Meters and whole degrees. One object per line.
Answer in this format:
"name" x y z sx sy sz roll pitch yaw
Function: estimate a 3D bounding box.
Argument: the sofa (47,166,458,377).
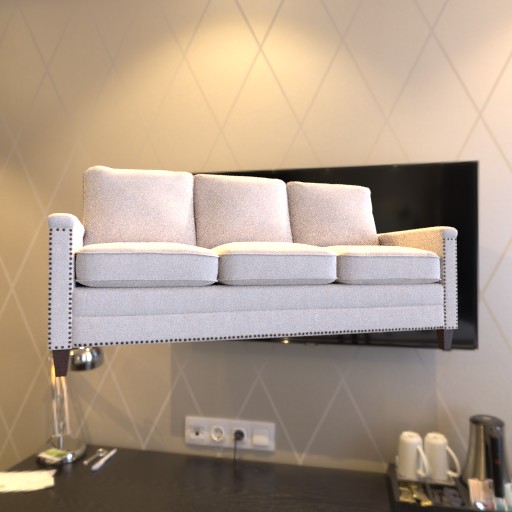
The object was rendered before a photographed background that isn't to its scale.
"sofa" 0.000 0.000 2.340 1.925 0.961 0.828 0 -2 -18
